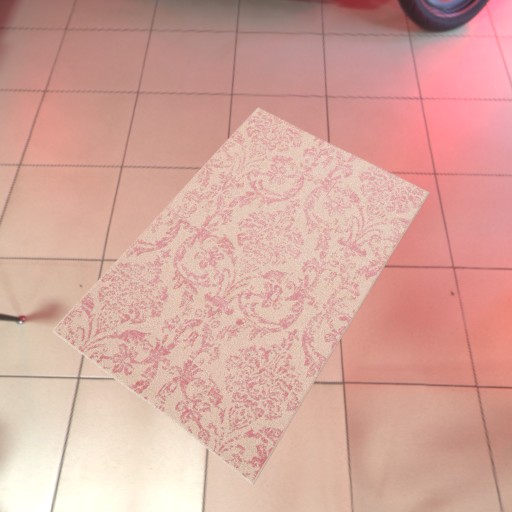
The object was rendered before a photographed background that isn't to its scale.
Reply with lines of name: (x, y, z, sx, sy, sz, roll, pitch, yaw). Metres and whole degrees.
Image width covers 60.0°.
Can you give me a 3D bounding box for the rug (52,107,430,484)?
rug: (0.000, 0.000, 2.402, 1.219, 0.012, 1.839, 31, 67, 15)
